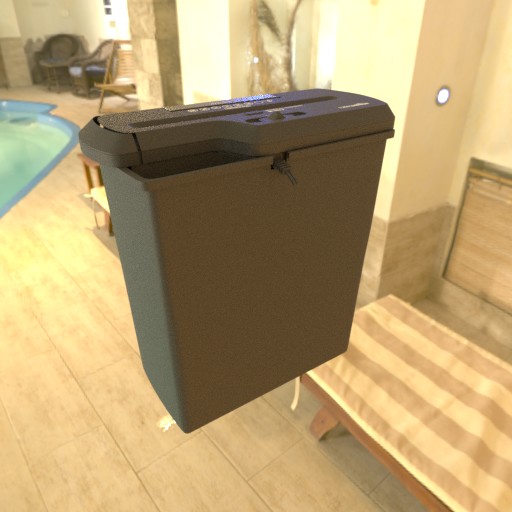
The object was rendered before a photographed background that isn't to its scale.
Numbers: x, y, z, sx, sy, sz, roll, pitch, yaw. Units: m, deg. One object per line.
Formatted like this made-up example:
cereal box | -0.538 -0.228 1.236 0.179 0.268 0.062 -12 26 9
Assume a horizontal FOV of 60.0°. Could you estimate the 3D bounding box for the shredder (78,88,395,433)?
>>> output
shredder | 0.000 0.000 0.513 0.320 0.335 0.170 -18 35 -29
